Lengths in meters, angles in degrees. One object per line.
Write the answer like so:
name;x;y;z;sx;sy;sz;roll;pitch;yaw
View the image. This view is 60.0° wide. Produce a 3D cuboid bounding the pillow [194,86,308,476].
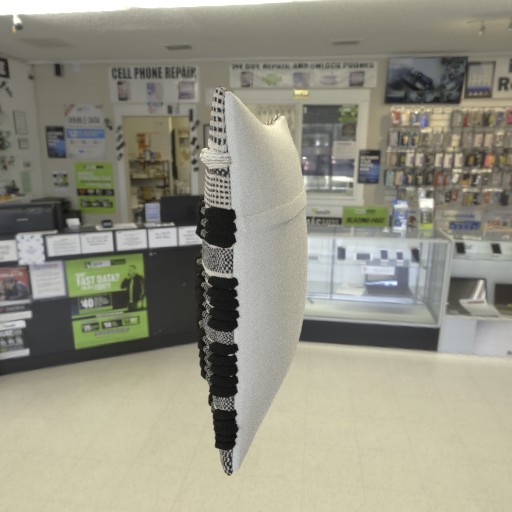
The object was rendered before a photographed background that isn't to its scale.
pillow;0.000;0.000;0.675;0.156;0.438;0.436;3;15;10
